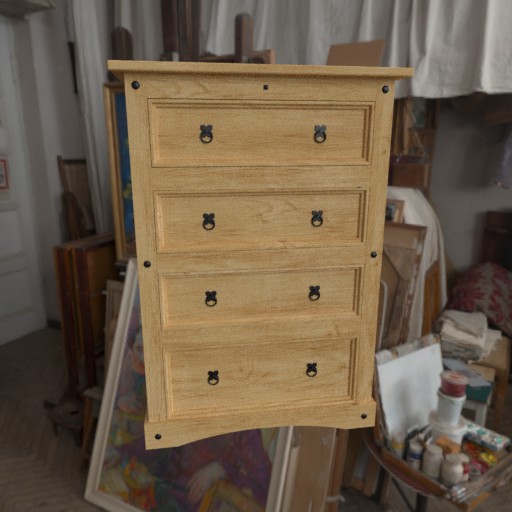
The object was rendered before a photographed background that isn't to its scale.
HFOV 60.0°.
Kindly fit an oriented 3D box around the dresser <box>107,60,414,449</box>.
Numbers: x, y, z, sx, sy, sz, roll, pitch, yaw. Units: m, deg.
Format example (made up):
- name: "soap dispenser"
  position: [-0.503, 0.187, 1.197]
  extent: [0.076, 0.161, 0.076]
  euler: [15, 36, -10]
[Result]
- name: "dresser"
  position: [0.000, 0.000, 1.698]
  extent: [0.915, 1.300, 0.485]
  euler: [-2, 15, -9]
